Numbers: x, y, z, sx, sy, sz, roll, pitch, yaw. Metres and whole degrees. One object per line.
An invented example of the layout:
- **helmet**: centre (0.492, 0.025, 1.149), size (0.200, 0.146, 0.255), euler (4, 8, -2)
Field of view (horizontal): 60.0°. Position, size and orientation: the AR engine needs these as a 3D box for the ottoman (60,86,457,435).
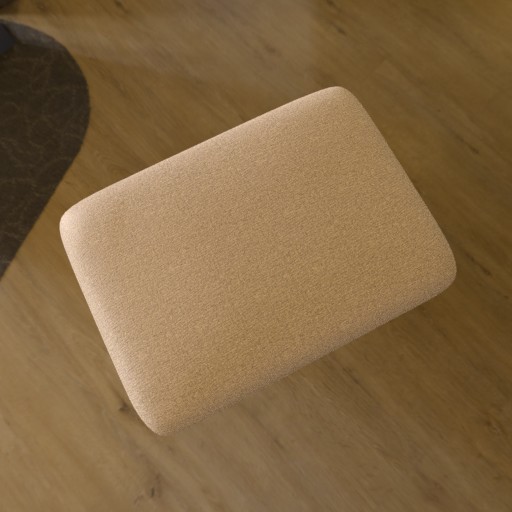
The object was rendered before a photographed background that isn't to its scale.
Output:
- **ottoman**: centre (0.000, 0.000, 1.099), size (0.772, 0.420, 0.568), euler (-27, 78, -6)
